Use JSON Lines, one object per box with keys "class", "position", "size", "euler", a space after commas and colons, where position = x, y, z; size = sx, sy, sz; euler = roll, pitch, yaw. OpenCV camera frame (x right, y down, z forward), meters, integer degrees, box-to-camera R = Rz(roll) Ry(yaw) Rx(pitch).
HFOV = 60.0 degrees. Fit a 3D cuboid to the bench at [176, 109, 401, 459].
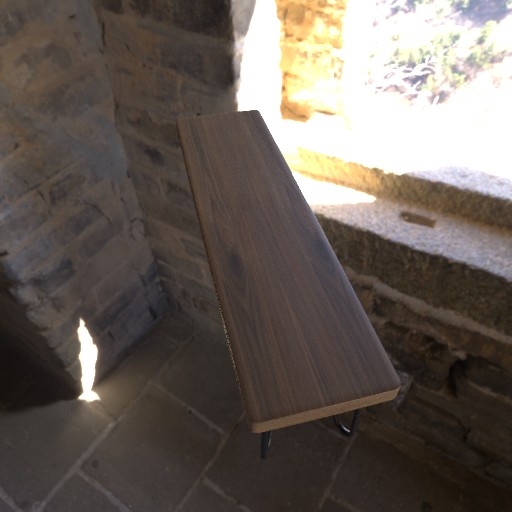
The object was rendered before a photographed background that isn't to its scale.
{"class": "bench", "position": [0.000, 0.000, 1.839], "size": [0.425, 0.462, 1.570], "euler": [-10, 47, -10]}
